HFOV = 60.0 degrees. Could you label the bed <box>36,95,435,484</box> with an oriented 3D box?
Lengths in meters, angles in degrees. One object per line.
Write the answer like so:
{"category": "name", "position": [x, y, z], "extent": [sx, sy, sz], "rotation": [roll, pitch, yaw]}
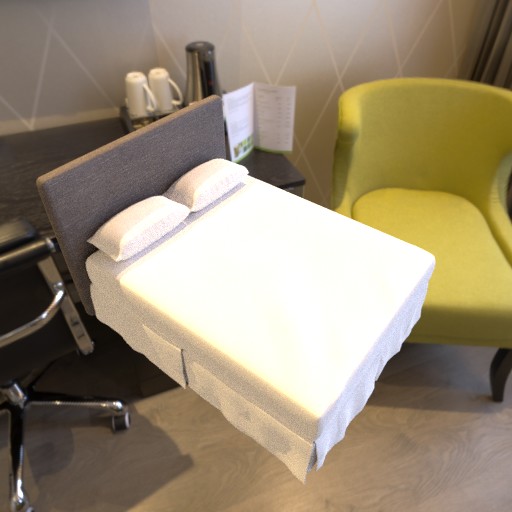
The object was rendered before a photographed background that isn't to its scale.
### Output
{"category": "bed", "position": [0.000, 0.000, 3.143], "extent": [2.142, 1.330, 1.723], "rotation": [28, 49, 27]}
